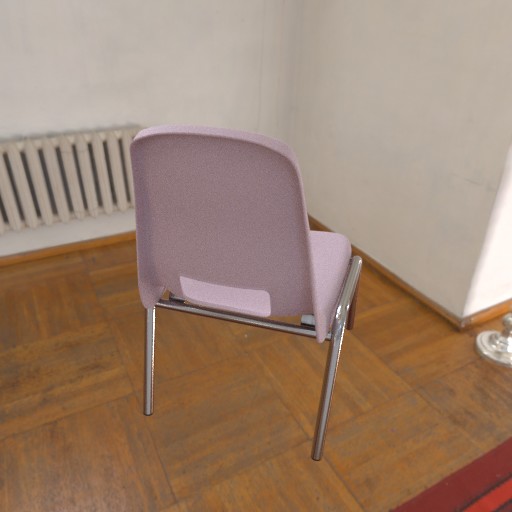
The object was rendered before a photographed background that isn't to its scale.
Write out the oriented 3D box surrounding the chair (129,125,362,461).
[{"bbox_3d":[0.000,0.000,0.773,0.354,0.536,0.385,9,32,15],"label":"chair"}]
